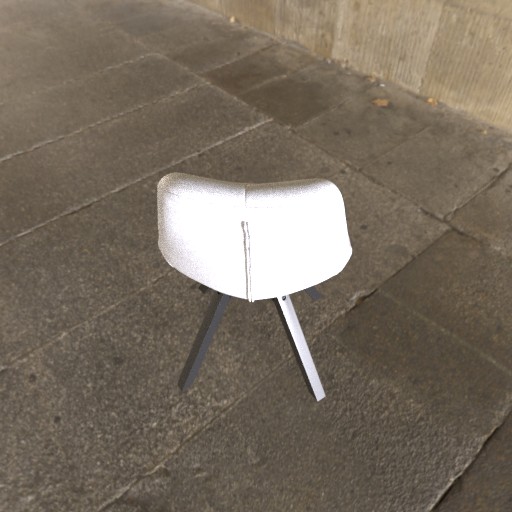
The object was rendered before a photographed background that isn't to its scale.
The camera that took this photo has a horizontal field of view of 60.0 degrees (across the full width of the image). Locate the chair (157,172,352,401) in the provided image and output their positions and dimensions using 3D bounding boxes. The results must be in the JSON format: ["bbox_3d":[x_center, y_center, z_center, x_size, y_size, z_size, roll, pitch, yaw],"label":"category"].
[{"bbox_3d":[0.000,0.000,1.204,0.485,0.850,0.550,3,46,3],"label":"chair"}]
